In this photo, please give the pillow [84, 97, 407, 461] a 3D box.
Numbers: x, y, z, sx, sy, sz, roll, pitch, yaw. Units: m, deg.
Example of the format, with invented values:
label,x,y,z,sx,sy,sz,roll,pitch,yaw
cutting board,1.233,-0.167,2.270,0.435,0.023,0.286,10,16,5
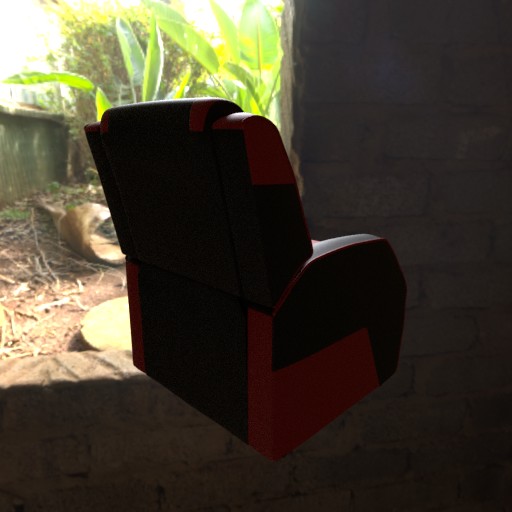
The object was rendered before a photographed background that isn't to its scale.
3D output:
label,x,y,z,sx,sy,sz,roll,pitch,yaw
pillow,0.000,0.000,1.261,0.672,0.805,0.620,-14,21,-43
